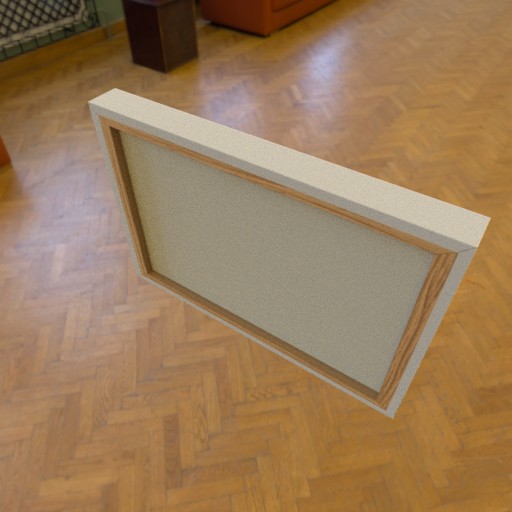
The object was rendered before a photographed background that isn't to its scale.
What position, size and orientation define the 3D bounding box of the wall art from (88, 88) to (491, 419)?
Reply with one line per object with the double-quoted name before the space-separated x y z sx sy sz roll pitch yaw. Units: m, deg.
"wall art" 0.000 0.000 0.474 0.381 0.259 0.038 25 50 23
